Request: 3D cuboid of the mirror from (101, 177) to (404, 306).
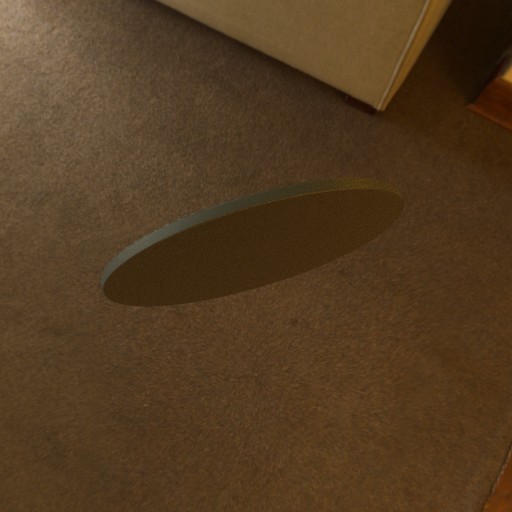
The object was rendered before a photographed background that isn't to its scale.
[{"bbox_3d":[0.000,0.000,1.612,1.077,1.077,0.036,-16,76,-4],"label":"mirror"}]
